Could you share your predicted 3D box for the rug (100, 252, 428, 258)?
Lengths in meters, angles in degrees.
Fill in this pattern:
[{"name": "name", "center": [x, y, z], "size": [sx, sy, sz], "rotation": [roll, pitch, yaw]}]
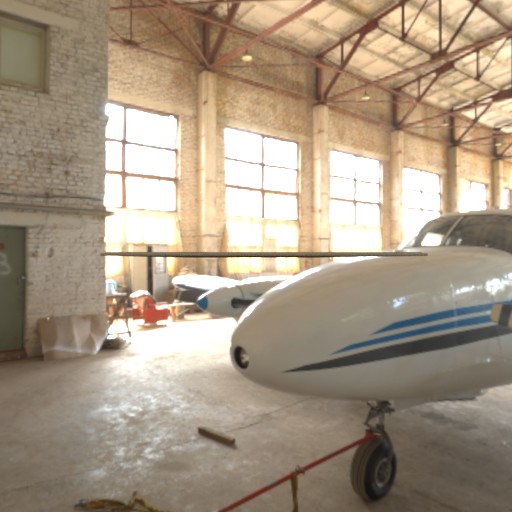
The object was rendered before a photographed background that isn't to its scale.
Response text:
[{"name": "rug", "center": [0.000, 0.000, 1.421], "size": [0.604, 0.007, 1.219], "rotation": [0, 0, -2]}]
